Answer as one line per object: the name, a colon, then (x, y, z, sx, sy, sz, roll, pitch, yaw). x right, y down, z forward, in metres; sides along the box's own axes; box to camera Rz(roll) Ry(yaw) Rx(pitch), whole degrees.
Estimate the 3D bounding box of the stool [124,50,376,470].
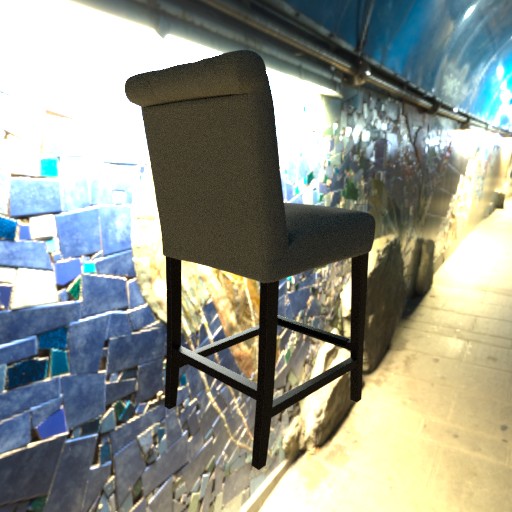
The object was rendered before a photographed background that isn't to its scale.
stool: (0.000, 0.000, 1.363, 0.493, 1.040, 0.601, 12, 18, 43)
